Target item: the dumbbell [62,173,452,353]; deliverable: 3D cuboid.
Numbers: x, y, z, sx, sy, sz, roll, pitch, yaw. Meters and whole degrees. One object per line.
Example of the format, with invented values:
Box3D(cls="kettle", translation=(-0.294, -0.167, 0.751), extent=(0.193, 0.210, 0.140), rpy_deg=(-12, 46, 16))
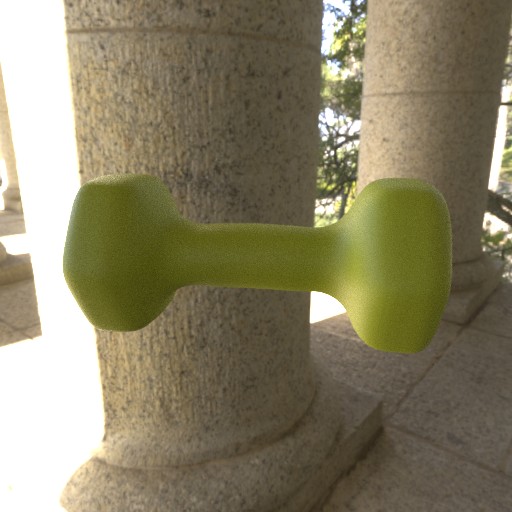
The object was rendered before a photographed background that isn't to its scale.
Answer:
Box3D(cls="dumbbell", translation=(0.000, 0.000, 0.206), extent=(0.164, 0.072, 0.080), rpy_deg=(3, 16, 9))
